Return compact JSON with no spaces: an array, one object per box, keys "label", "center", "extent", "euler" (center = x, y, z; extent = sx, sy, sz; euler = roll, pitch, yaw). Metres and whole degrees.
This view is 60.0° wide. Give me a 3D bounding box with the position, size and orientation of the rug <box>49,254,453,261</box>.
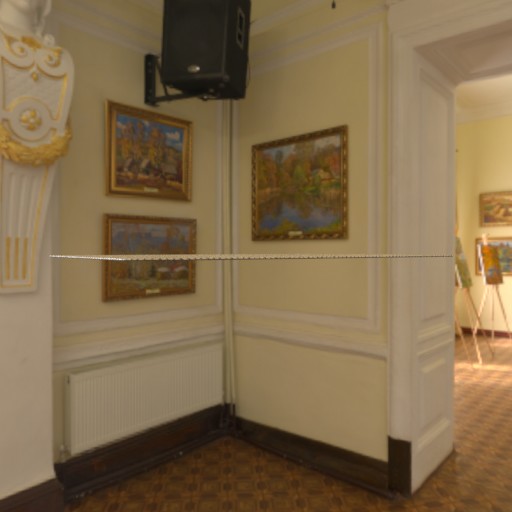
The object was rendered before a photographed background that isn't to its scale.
[{"label":"rug","center":[0.000,0.000,2.273],"extent":[1.752,0.008,1.144],"euler":[0,1,-36]}]
